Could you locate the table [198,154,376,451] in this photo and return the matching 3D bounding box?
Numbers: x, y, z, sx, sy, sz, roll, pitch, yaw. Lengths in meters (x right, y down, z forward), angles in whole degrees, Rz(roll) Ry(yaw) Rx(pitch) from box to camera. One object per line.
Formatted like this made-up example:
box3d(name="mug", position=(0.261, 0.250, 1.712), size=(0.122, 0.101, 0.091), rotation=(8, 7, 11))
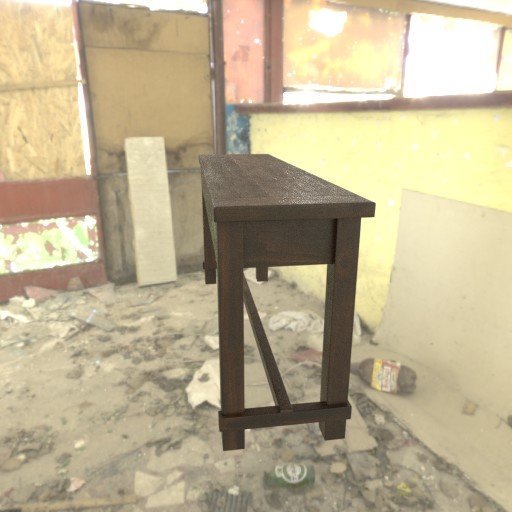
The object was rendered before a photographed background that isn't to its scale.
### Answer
box3d(name="table", position=(0.000, 0.000, 1.967), size=(0.442, 0.762, 1.599), rotation=(-3, 18, -8))
